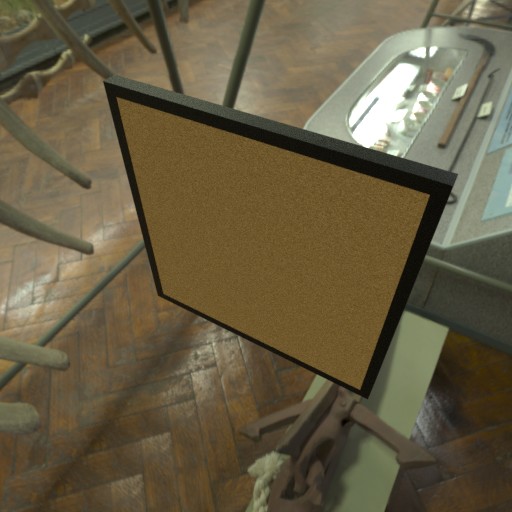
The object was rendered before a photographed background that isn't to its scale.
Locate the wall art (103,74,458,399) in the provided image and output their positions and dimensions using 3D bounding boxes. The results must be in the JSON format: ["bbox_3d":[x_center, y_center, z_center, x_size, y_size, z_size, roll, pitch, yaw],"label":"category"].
[{"bbox_3d":[0.000,0.000,1.139,0.762,0.762,0.038,23,50,20],"label":"wall art"}]
